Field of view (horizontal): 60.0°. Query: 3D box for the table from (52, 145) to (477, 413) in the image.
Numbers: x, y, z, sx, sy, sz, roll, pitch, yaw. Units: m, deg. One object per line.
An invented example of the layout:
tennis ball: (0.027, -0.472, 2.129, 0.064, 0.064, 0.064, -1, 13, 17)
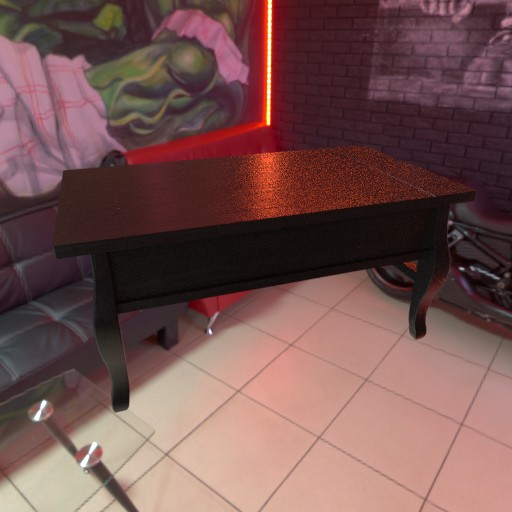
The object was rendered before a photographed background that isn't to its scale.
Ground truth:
table: (0.000, 0.000, 1.395, 1.062, 0.494, 0.600, -9, 28, -17)
